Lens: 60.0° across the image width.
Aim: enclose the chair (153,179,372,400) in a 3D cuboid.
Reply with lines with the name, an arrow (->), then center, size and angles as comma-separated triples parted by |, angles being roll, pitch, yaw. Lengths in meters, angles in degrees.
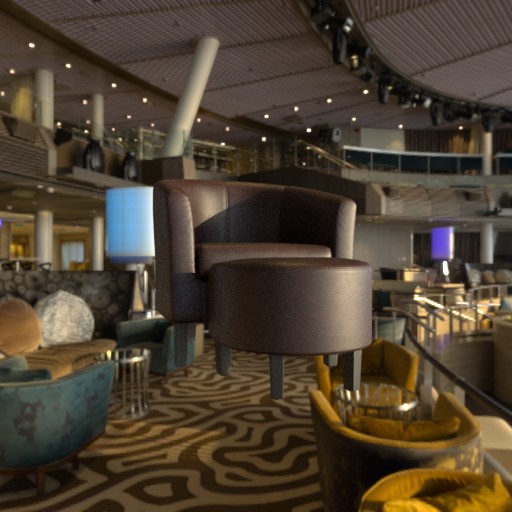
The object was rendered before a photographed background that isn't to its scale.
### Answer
chair -> 0.000, 0.000, 1.682 | 0.737, 0.755, 1.176 | 0, -1, -18
